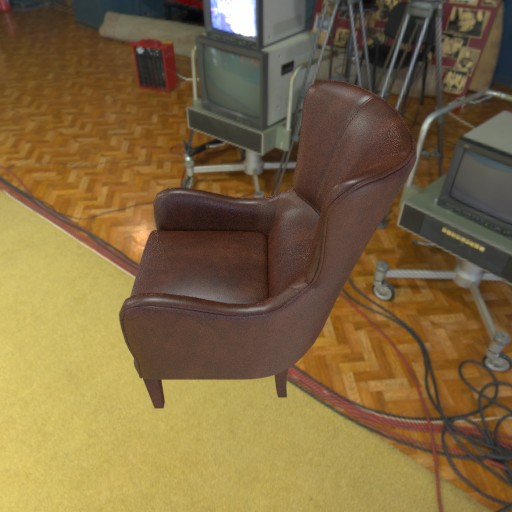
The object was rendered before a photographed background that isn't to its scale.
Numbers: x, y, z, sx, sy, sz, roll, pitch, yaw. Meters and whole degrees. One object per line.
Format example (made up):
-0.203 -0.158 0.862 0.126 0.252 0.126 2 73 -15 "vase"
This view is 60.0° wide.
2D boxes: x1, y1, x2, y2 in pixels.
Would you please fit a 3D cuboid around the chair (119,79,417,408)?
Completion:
0.000 0.000 1.625 0.914 1.048 0.692 0 41 0 "chair"
